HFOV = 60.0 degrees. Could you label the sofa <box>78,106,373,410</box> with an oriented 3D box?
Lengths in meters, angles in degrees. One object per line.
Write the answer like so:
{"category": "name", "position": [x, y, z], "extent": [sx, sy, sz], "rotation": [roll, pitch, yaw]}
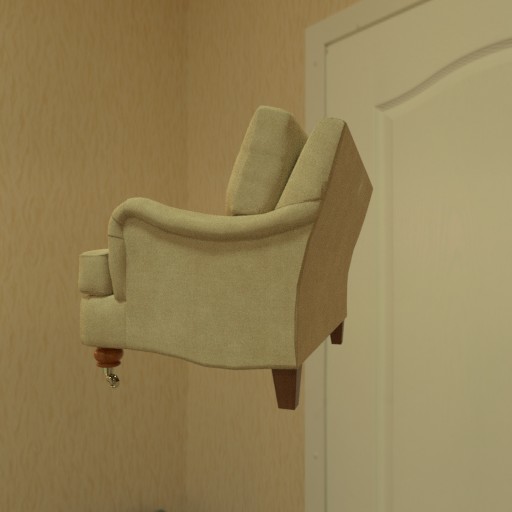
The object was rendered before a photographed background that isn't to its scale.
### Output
{"category": "sofa", "position": [0.000, 0.000, 2.282], "extent": [1.086, 1.087, 1.498], "rotation": [0, 0, 18]}
